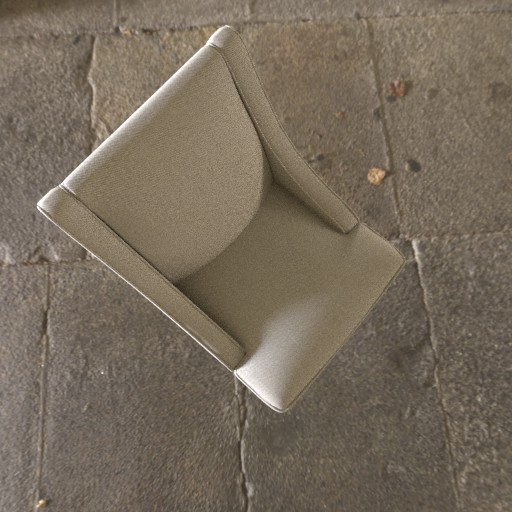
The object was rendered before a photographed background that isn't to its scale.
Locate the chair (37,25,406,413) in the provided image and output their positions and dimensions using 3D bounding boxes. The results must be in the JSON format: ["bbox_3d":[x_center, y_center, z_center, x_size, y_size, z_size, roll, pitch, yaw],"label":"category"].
[{"bbox_3d":[0.000,0.000,1.366,0.748,0.872,0.628,40,79,9],"label":"chair"}]
